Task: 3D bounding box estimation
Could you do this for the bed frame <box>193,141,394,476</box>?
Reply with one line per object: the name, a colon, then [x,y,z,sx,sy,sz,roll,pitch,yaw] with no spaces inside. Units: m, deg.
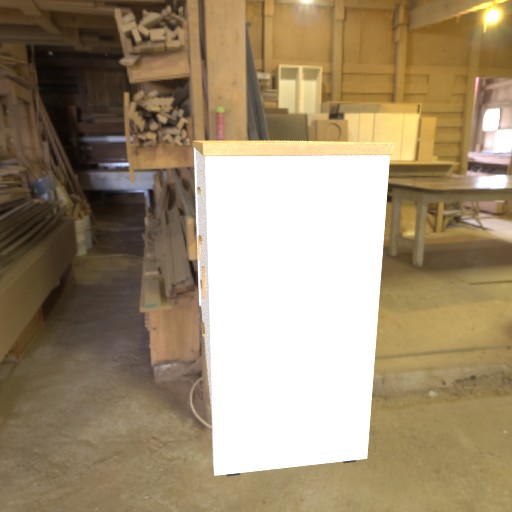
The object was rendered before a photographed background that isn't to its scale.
bed frame: [0.000,0.000,1.697,0.430,0.850,1.300,-2,15,-9]
